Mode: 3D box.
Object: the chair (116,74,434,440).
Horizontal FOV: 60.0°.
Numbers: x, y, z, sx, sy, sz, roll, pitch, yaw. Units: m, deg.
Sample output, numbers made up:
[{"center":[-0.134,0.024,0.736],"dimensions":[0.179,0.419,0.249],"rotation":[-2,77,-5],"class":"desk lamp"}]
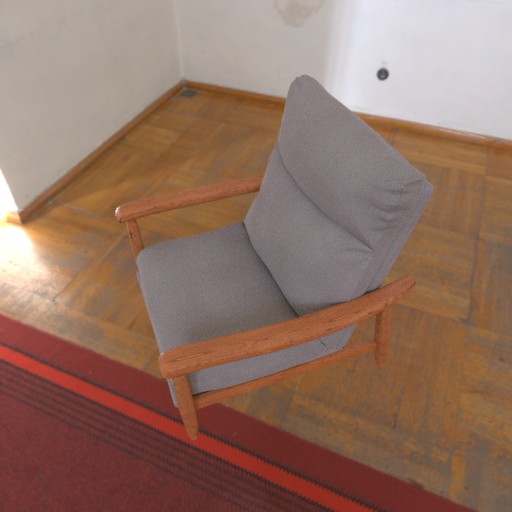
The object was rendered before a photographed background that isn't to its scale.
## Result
[{"center":[0.000,0.000,1.517],"dimensions":[0.816,0.922,0.782],"rotation":[-16,48,-15],"class":"chair"}]
